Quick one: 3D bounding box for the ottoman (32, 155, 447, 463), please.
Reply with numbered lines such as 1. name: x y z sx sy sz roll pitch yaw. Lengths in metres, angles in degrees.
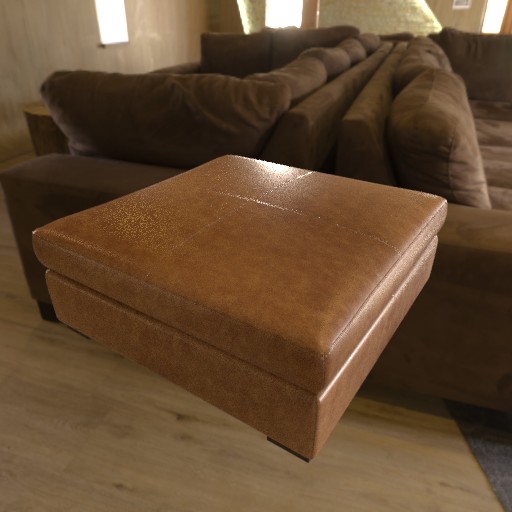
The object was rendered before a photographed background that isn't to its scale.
1. ottoman: 0.000 0.000 1.789 1.168 0.483 1.169 18 34 29
